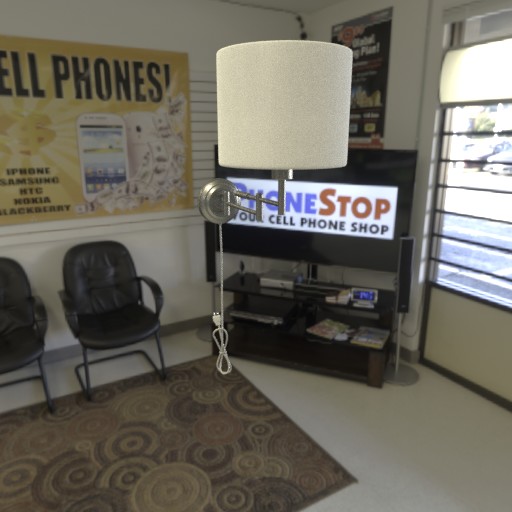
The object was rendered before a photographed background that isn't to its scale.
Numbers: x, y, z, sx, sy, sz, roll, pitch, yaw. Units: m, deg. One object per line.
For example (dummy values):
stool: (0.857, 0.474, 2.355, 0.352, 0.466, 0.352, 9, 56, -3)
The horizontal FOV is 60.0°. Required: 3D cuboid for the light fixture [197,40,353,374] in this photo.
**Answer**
light fixture: (0.000, 0.000, 1.040, 0.253, 0.842, 0.479, -8, 17, -27)
